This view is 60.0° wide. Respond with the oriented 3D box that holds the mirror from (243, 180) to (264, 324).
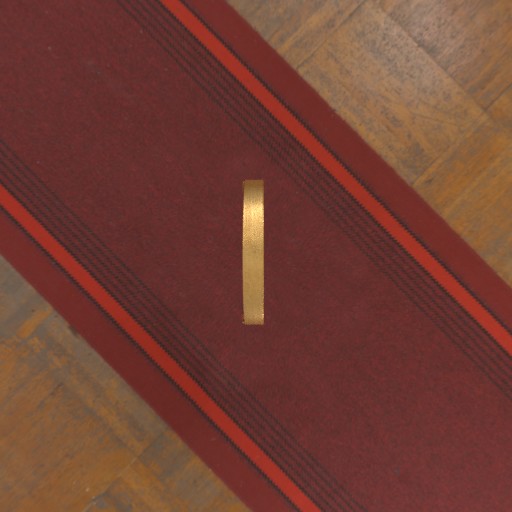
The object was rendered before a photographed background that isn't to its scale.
[{"bbox_3d":[0.000,0.000,1.080,0.032,0.991,0.222,0,89,1],"label":"mirror"}]
